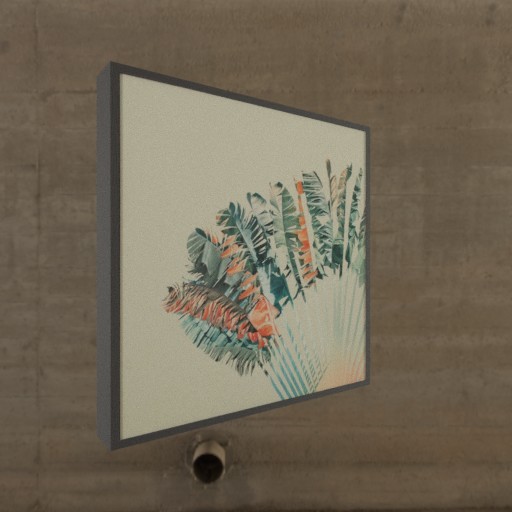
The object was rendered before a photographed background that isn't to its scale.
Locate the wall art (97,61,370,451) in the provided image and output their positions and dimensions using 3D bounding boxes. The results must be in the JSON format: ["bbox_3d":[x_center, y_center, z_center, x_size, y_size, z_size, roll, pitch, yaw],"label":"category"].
[{"bbox_3d":[0.000,0.000,0.444,0.302,0.300,0.036,0,0,-36],"label":"wall art"}]
